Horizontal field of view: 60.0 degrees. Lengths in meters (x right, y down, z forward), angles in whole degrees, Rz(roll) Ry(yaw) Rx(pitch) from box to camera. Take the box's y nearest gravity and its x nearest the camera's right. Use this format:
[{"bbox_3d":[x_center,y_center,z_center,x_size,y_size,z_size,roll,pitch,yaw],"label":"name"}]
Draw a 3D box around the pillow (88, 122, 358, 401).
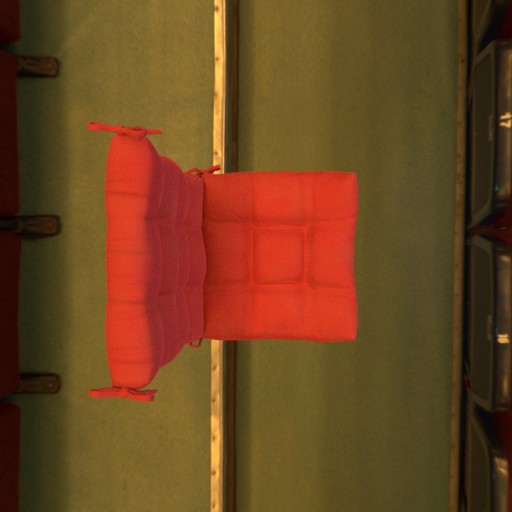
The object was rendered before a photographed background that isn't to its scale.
[{"bbox_3d":[0.000,0.000,1.032,0.571,0.605,0.519,0,91,1],"label":"pillow"}]
